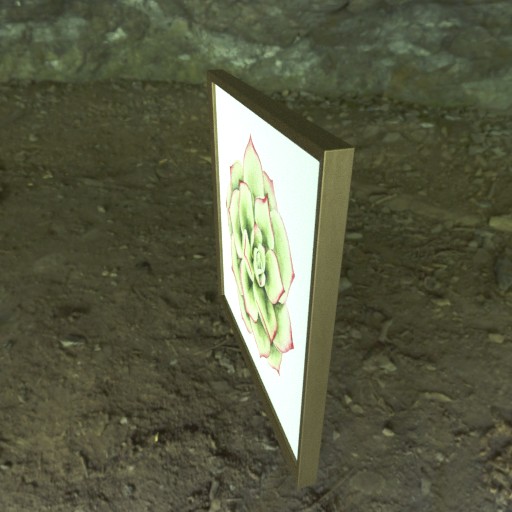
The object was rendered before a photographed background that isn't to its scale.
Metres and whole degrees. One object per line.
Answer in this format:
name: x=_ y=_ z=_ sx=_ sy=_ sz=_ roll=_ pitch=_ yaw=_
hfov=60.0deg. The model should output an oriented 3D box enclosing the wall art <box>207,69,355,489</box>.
wall art: x=0.000 y=0.000 z=0.731 sx=0.031 sy=0.506 sz=0.503 roll=-9 pitch=32 yaw=-15
